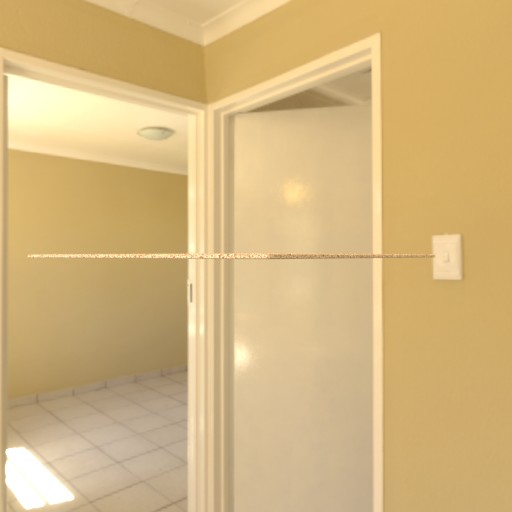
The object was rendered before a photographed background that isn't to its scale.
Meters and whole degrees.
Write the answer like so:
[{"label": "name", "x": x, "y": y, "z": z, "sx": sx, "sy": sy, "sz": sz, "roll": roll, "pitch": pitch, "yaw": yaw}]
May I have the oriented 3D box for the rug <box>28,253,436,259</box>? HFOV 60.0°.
[{"label": "rug", "x": 0.000, "y": 0.000, "z": 4.132, "sx": 2.438, "sy": 0.029, "sz": 3.047, "roll": 0, "pitch": 0, "yaw": 37}]
